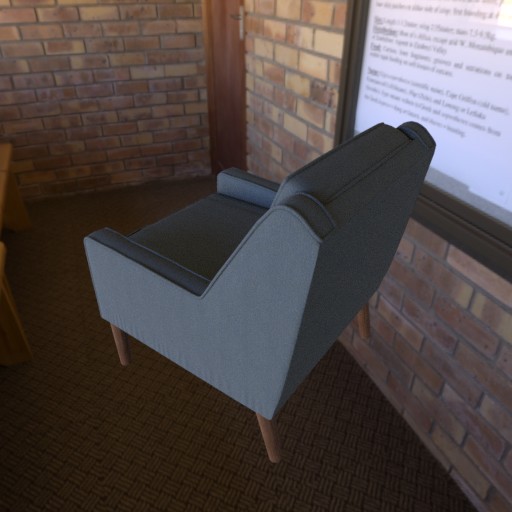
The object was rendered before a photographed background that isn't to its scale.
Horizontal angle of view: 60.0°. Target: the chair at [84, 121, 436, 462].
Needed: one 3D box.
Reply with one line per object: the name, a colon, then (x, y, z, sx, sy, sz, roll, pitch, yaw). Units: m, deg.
chair: (0.000, 0.000, 1.314, 0.733, 0.780, 0.663, 21, 38, 30)
